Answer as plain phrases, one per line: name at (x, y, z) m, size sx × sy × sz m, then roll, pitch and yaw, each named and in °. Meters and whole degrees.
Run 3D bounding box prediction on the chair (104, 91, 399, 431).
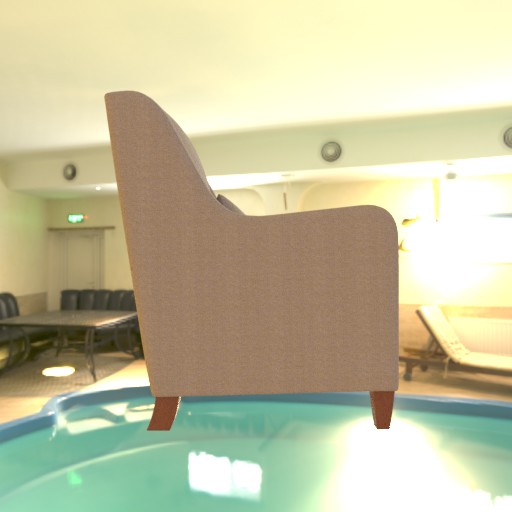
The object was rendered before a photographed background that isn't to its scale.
chair at (0.000, 0.000, 1.627) m, size 0.890 × 1.017 × 0.715 m, roll 0°, pitch 0°, yaw 0°
